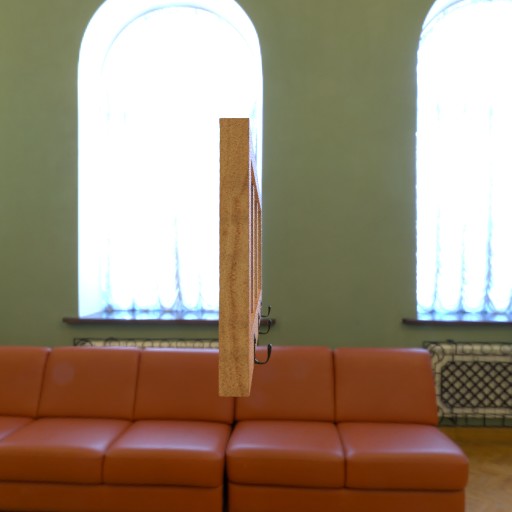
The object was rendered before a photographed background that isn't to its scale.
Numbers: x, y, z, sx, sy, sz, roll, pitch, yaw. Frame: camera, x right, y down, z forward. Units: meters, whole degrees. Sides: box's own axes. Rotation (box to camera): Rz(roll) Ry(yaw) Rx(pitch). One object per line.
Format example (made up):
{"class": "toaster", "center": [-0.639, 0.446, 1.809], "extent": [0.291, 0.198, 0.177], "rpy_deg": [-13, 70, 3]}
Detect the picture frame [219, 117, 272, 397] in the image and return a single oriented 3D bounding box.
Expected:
{"class": "picture frame", "center": [0.000, 0.000, 0.662], "extent": [0.045, 0.234, 0.582], "rpy_deg": [0, 0, 2]}
